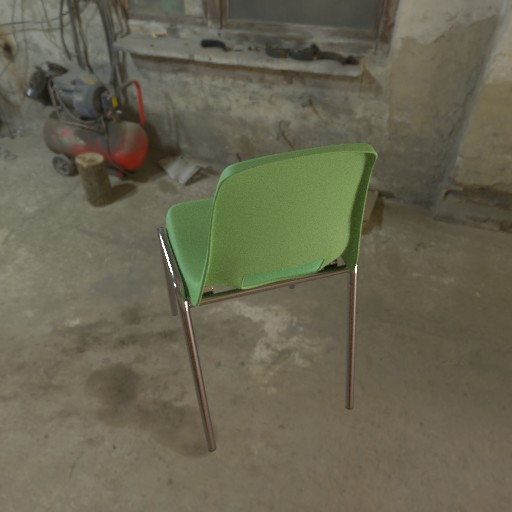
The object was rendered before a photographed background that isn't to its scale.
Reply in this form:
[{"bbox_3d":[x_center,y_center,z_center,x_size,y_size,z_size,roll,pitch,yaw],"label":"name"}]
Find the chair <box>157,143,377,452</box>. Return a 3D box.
[{"bbox_3d":[0.000,0.000,0.939,0.381,0.704,0.436,-12,43,-13],"label":"chair"}]
